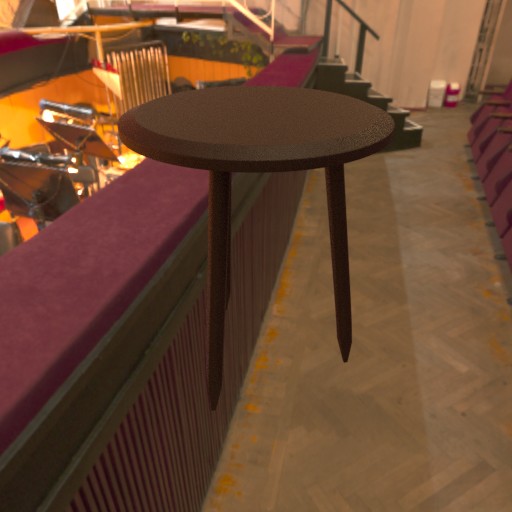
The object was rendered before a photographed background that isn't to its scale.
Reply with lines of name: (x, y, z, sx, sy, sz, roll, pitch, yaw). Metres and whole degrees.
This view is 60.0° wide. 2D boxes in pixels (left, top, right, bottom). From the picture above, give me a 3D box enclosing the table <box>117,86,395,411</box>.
table: (0.000, 0.000, 0.904, 0.457, 0.585, 0.457, 0, 31, 0)
